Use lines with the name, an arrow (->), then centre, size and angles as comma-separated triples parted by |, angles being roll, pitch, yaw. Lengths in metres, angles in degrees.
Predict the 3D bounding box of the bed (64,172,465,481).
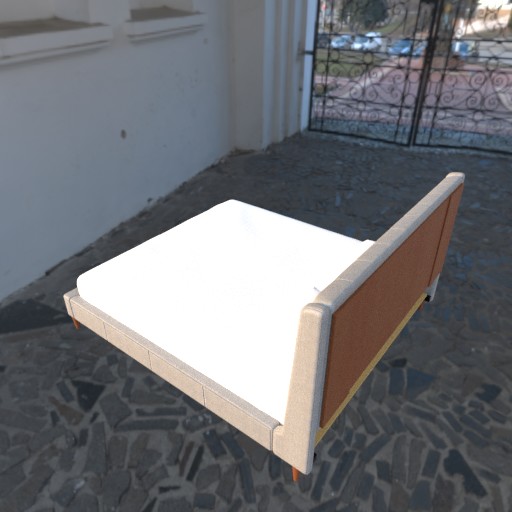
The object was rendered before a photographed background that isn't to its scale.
bed -> 0.000, 0.000, 3.480 | 2.342, 1.289, 2.062 | 22, 38, 31
